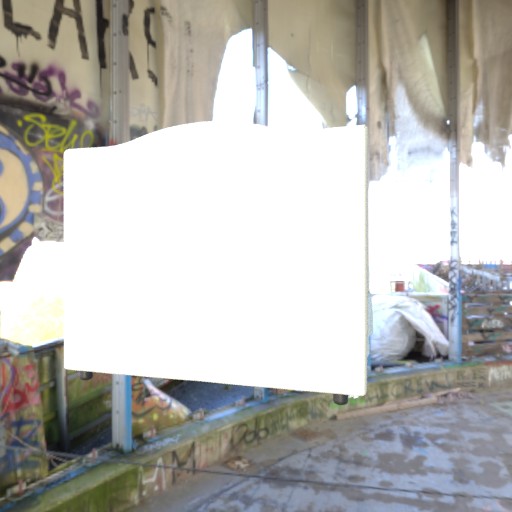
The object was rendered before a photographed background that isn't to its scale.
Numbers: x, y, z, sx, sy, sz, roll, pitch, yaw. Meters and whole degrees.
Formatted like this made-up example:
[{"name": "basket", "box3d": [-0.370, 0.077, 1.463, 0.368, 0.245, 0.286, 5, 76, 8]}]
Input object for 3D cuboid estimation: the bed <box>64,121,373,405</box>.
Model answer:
[{"name": "bed", "box3d": [0.000, 0.000, 3.380, 1.753, 1.460, 2.143, 0, 0, 17]}]
